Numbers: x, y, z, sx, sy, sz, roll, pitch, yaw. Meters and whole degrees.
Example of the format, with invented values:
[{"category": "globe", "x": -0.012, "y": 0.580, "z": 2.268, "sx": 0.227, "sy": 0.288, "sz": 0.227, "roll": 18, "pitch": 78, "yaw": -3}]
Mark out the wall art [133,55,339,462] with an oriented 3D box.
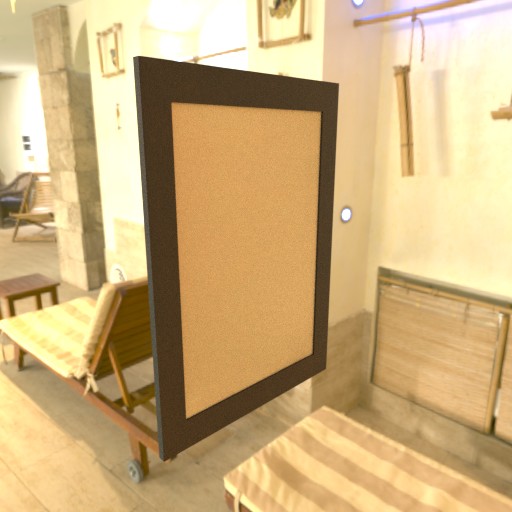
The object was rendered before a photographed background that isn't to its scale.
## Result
[{"category": "wall art", "x": 0.000, "y": 0.000, "z": 0.659, "sx": 0.359, "sy": 0.508, "sz": 0.013, "roll": -14, "pitch": 20, "yaw": -42}]
